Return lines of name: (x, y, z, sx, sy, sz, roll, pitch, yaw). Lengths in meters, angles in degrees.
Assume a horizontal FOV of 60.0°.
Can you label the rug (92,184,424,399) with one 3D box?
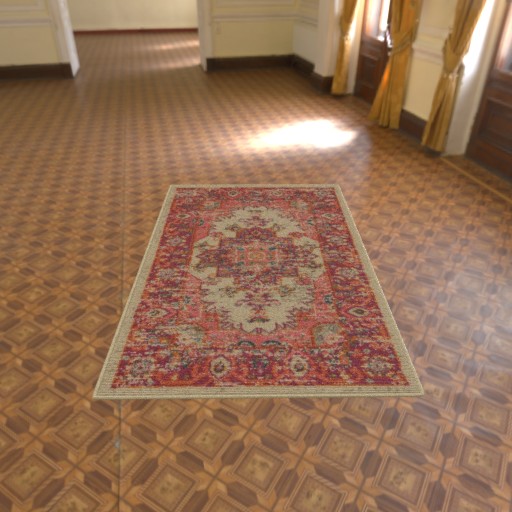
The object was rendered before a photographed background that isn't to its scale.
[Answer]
rug: (0.000, 0.000, 1.100, 0.556, 0.004, 0.868, 0, 33, -1)
